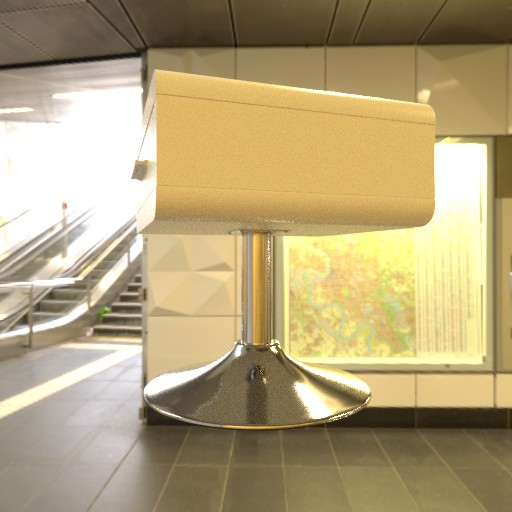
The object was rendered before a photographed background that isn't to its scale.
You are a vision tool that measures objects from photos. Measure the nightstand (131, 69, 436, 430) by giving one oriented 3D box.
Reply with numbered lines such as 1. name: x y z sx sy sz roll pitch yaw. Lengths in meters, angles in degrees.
1. nightstand: 0.000 0.000 0.753 0.404 0.447 0.399 0 0 -18
